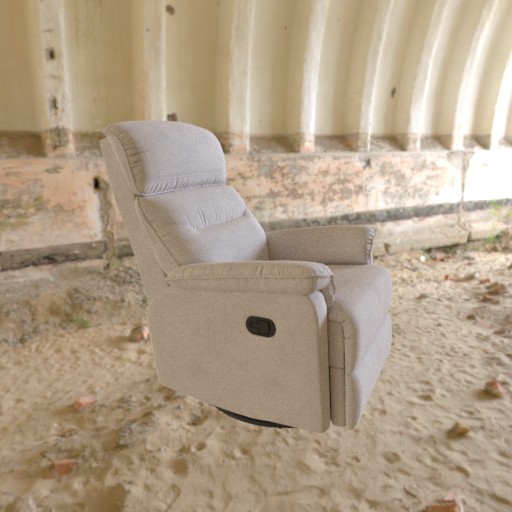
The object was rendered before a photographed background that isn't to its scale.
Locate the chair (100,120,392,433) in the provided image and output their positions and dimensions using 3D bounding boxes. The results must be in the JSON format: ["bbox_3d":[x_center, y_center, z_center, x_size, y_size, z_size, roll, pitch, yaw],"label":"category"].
[{"bbox_3d":[0.000,0.000,1.746,1.001,1.039,0.820,7,16,25],"label":"chair"}]
